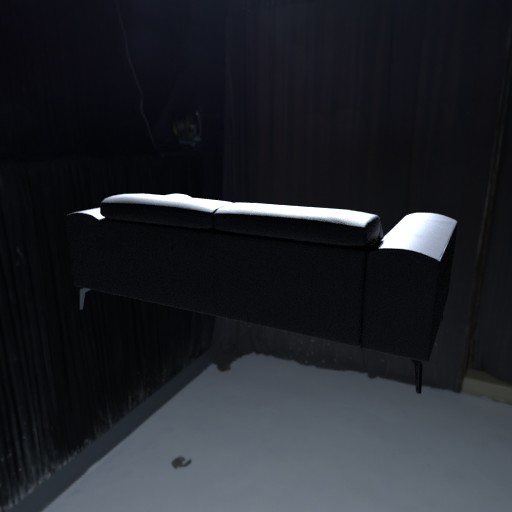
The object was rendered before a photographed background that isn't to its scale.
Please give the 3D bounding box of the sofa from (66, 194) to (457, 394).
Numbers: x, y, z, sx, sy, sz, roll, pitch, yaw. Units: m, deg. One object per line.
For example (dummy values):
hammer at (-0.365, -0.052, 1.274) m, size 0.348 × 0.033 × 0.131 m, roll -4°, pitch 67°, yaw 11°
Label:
sofa at (0.000, 0.000, 2.895) m, size 2.330 × 0.814 × 1.048 m, roll 8°, pitch 17°, yaw 26°
